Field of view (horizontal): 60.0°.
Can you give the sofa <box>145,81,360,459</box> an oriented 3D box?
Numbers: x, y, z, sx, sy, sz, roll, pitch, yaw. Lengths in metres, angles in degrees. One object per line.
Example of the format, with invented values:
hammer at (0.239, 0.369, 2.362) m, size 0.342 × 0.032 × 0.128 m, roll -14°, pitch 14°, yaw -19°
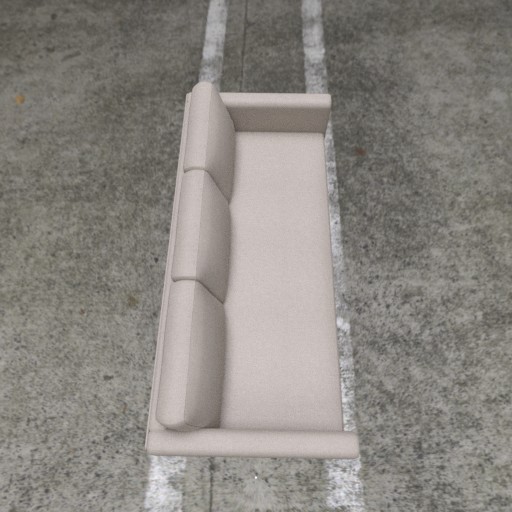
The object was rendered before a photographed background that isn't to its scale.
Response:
sofa at (0.000, 0.000, 2.652) m, size 0.959 × 0.838 × 2.210 m, roll 1°, pitch 63°, yaw 0°
